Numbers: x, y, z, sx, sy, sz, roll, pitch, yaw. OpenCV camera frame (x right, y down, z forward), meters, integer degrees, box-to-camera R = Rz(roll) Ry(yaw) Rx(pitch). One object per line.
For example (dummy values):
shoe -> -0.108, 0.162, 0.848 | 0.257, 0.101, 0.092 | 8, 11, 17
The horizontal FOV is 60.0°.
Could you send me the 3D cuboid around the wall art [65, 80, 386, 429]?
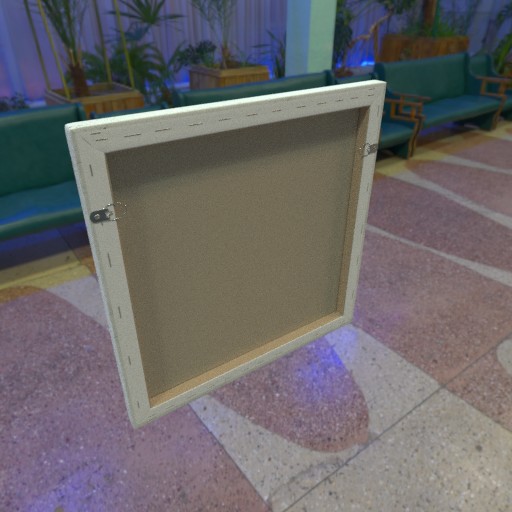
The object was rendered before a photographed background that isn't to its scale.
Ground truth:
wall art -> 0.000, 0.000, 1.117 | 0.762, 0.762, 0.038 | -19, 36, -29
